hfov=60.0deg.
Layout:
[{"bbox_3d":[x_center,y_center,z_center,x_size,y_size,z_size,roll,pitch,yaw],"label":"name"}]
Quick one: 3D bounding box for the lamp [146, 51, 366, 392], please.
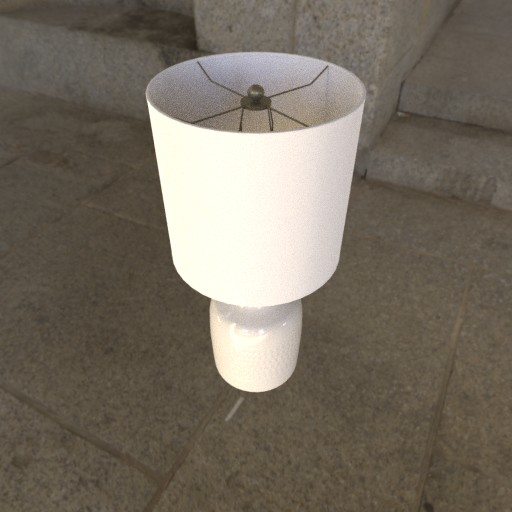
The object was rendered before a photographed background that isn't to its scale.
[{"bbox_3d":[0.000,0.000,0.512,0.188,0.392,0.188,-1,41,-1],"label":"lamp"}]
